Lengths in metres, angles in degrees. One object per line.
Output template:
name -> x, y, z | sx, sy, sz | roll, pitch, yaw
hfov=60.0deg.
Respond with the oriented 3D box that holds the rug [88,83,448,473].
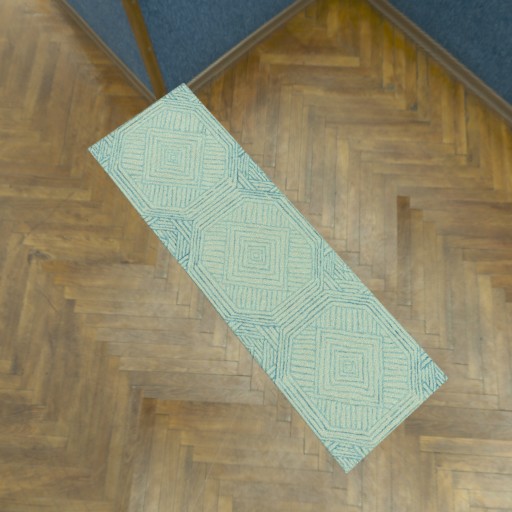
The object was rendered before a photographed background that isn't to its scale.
rug -> 0.000, 0.000, 2.650 | 0.775, 0.012, 2.452 | -38, 79, -9
